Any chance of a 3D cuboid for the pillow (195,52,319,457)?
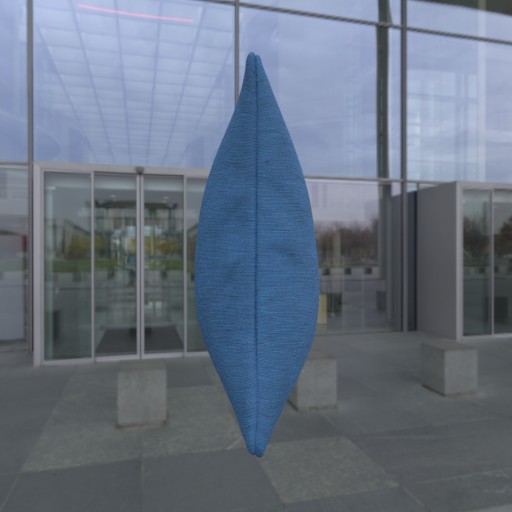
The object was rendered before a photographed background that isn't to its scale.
[{"bbox_3d":[0.000,0.000,0.665,0.177,0.420,0.437,0,0,0],"label":"pillow"}]
